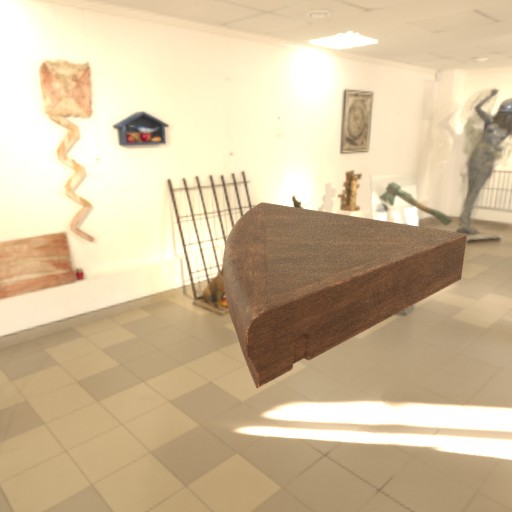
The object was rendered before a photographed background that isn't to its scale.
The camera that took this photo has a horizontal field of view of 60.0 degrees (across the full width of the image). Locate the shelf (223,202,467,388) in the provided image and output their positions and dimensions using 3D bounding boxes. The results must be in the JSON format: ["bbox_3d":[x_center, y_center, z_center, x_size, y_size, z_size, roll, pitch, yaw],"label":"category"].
[{"bbox_3d":[0.000,0.000,0.468,0.310,0.050,0.310,-15,21,-42],"label":"shelf"}]
